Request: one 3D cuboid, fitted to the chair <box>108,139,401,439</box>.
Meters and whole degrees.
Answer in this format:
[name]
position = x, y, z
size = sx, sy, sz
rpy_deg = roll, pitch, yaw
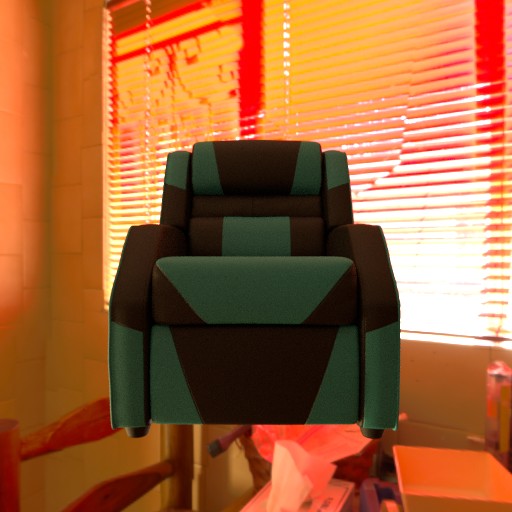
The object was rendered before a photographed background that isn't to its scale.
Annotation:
[chair]
position = 0.000, 0.000, 1.244
size = 0.620, 0.805, 0.672
rpy_deg = 0, -1, 1
